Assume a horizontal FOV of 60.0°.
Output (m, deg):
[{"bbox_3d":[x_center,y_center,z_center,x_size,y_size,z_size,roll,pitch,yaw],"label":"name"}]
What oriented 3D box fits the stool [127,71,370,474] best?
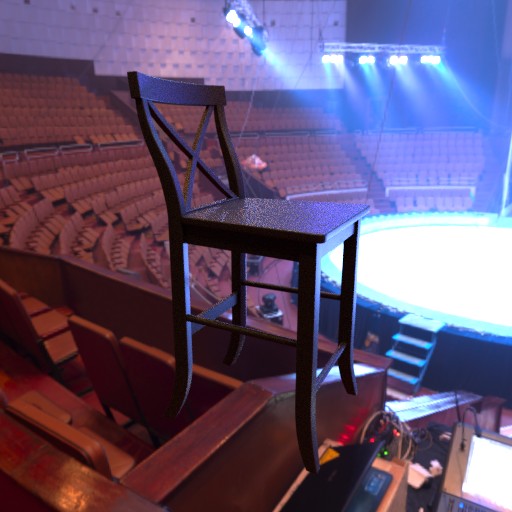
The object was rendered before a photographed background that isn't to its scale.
[{"bbox_3d":[0.000,0.000,1.302,0.559,0.989,0.452,8,18,26],"label":"stool"}]
